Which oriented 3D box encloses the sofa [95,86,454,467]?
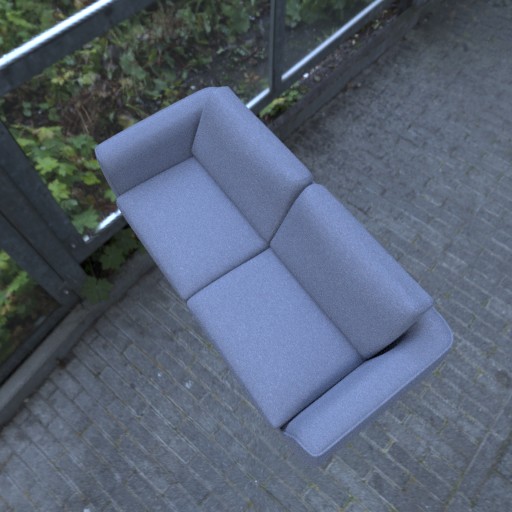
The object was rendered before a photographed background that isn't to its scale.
[{"bbox_3d":[0.000,0.000,2.452,0.920,0.870,2.000,-33,68,-15],"label":"sofa"}]
